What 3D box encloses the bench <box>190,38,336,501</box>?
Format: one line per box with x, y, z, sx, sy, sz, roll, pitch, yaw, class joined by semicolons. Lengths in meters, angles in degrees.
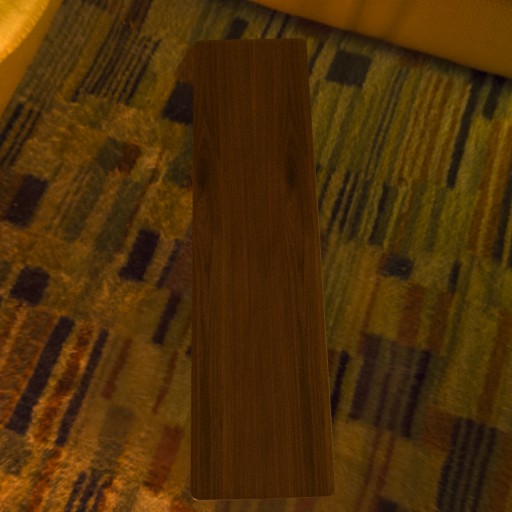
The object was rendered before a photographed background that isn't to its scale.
0.000;0.000;1.698;0.425;0.462;1.570;-2;76;0;bench
